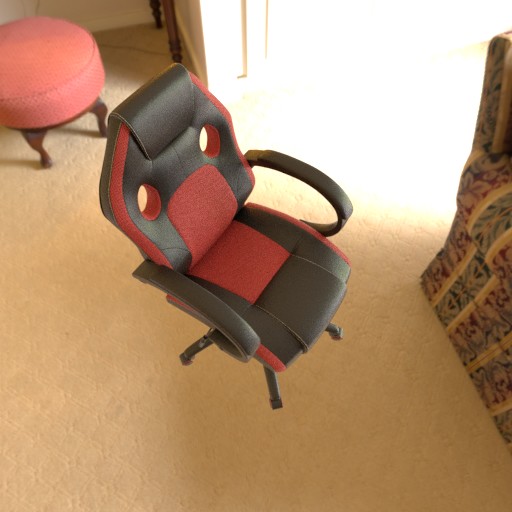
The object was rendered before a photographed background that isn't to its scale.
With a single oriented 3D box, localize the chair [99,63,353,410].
[{"bbox_3d":[0.000,0.000,1.627,0.783,1.189,0.750,30,63,17],"label":"chair"}]
